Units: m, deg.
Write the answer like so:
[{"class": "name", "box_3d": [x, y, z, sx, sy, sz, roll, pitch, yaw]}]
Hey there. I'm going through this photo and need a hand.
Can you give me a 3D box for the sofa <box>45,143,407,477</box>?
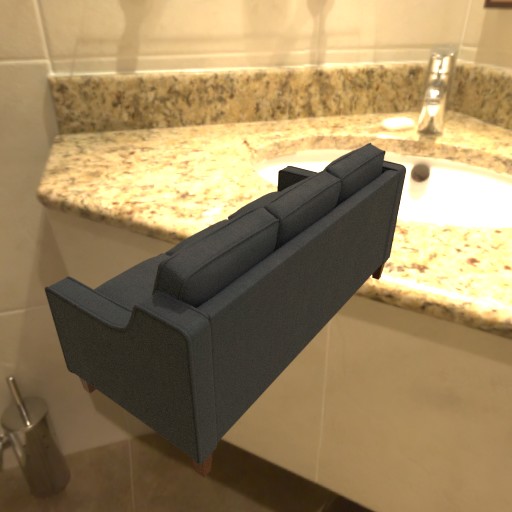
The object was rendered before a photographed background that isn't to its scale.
[{"class": "sofa", "box_3d": [0.000, 0.000, 2.497, 0.911, 0.974, 1.986, 20, 36, 30]}]
